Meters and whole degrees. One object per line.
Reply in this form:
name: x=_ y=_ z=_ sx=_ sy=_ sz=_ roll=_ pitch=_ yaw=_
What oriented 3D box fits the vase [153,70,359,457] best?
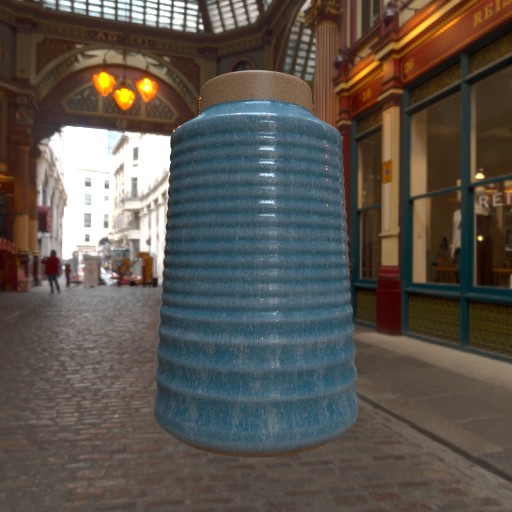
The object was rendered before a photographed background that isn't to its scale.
vase: x=0.000 y=0.000 z=0.362 sx=0.163 sy=0.267 sz=0.163 roll=0 pitch=0 yaw=0
